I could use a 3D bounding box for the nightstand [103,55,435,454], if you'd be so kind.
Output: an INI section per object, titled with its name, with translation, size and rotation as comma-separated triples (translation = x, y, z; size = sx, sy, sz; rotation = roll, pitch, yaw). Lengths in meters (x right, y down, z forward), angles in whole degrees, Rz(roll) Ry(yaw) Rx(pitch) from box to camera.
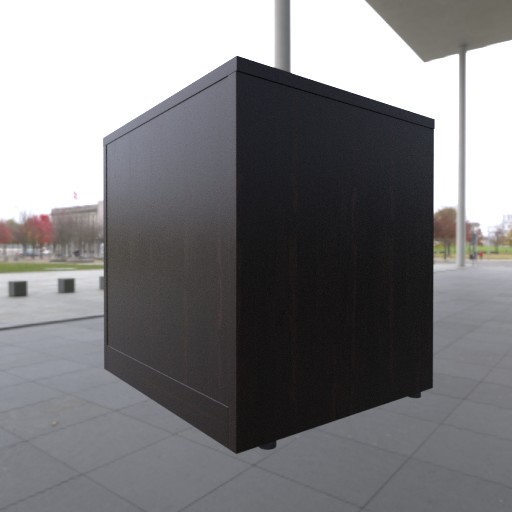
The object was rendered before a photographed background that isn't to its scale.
[nightstand]
translation = 0.000, 0.000, 0.855
size = 0.427, 0.487, 0.489
rotation = -1, 1, -37
